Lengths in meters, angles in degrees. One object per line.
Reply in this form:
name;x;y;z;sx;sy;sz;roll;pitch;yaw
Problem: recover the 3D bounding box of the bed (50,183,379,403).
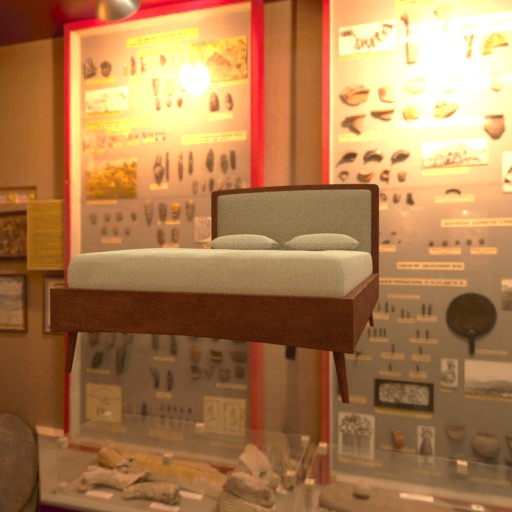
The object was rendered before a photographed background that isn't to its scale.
bed;0.000;0.000;3.154;1.587;1.275;2.196;0;1;18
